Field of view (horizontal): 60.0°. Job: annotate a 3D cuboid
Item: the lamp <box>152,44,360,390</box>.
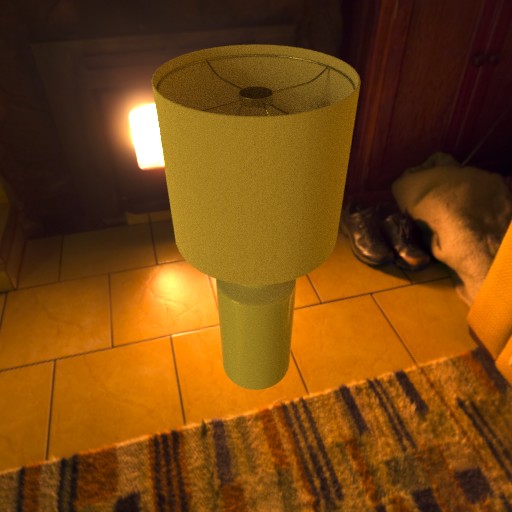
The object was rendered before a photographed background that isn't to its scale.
[{"bbox_3d":[0.000,0.000,0.616,0.212,0.493,0.212,-25,47,-26],"label":"lamp"}]
